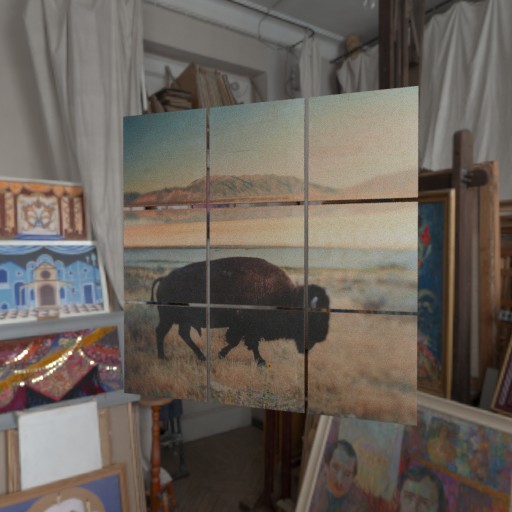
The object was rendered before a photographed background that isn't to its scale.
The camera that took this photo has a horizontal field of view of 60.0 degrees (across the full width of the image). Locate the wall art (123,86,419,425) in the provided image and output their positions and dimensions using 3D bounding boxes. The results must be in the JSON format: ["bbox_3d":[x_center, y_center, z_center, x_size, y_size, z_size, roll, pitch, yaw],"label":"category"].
[{"bbox_3d":[0.000,0.000,2.237,1.533,1.532,0.019,0,1,17],"label":"wall art"}]
